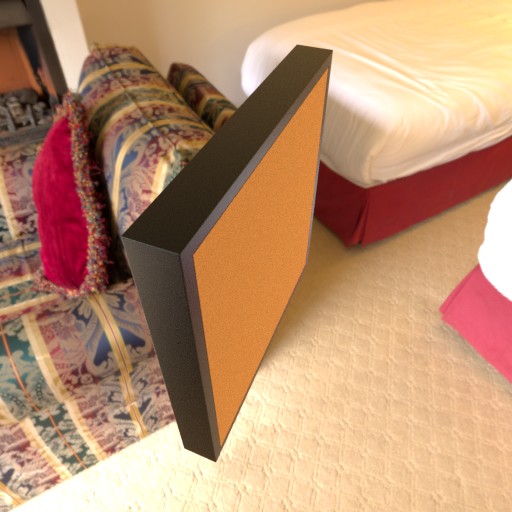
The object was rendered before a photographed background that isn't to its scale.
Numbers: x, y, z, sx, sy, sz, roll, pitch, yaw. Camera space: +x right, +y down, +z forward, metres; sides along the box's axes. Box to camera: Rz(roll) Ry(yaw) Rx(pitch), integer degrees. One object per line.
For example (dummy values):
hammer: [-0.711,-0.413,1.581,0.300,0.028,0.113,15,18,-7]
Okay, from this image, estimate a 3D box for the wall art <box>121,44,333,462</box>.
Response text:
wall art: [0.000,0.000,0.442,0.037,0.299,0.299,16,48,16]
